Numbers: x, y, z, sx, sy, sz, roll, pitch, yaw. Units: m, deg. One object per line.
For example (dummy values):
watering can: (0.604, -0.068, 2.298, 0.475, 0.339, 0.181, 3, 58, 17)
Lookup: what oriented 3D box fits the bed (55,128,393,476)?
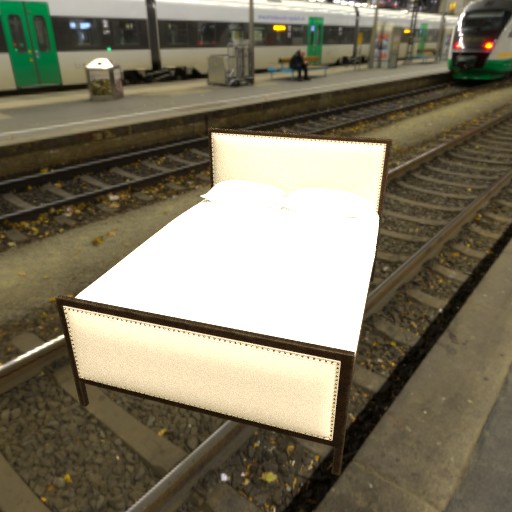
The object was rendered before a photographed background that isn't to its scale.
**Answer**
bed: (0.000, 0.000, 3.153, 1.607, 1.313, 2.221, 8, 27, 16)
